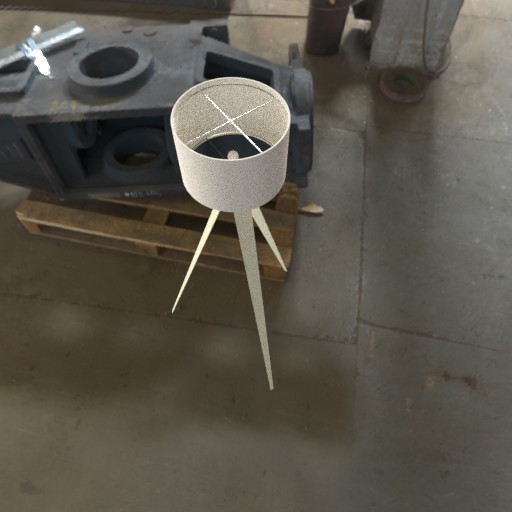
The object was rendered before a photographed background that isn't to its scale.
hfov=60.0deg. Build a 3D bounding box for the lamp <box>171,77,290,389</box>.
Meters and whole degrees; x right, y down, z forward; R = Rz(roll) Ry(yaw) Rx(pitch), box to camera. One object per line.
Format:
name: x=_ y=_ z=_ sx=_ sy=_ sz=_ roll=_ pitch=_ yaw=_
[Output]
lamp: x=0.000 y=0.000 z=1.930 sx=0.724 sy=1.524 sz=0.716 roll=-32 pitch=64 yaw=-18
